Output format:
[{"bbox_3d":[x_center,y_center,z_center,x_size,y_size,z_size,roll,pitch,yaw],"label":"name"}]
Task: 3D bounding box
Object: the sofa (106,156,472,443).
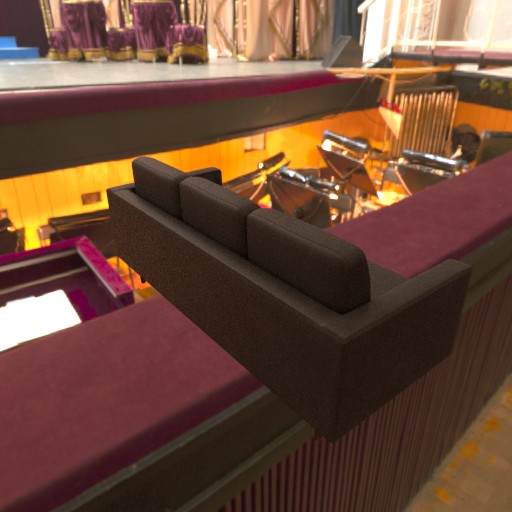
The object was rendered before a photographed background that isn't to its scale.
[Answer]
[{"bbox_3d":[0.000,0.000,2.502,0.879,0.899,2.029,-20,33,-34],"label":"sofa"}]
